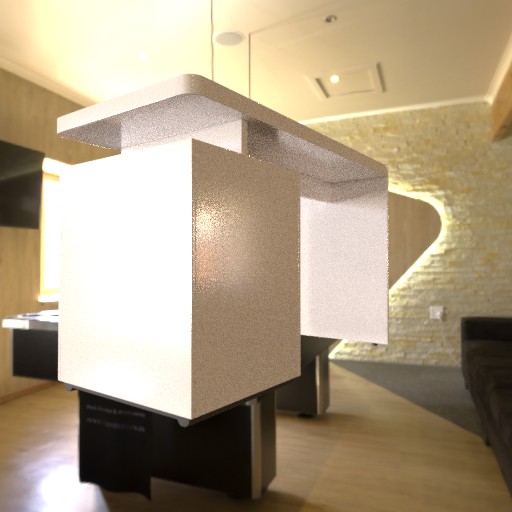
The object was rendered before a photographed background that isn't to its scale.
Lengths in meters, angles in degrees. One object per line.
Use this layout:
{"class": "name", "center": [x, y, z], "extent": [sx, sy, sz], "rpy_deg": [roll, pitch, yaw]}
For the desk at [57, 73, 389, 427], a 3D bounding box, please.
{"class": "desk", "center": [0.000, 0.000, 1.565], "extent": [0.550, 0.760, 1.200], "rpy_deg": [-1, -1, 36]}
